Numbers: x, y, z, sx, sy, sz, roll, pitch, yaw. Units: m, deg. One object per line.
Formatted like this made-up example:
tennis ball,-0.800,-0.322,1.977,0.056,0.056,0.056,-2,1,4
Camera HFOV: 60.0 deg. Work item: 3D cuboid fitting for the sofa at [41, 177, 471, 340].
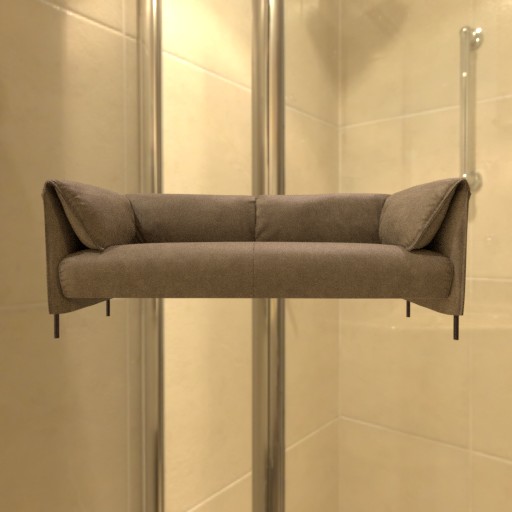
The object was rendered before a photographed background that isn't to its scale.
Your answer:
sofa,0.000,0.000,2.343,1.878,0.747,0.905,0,1,1
